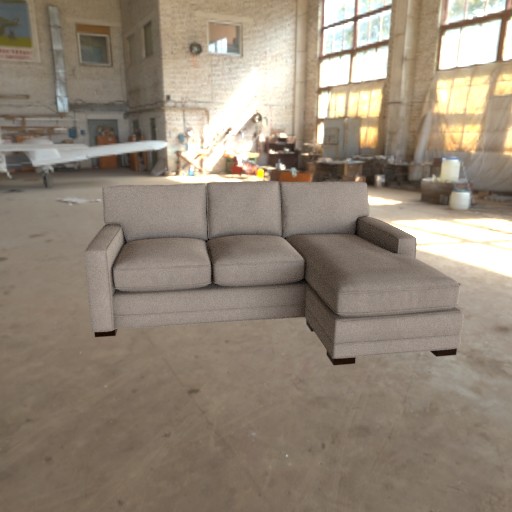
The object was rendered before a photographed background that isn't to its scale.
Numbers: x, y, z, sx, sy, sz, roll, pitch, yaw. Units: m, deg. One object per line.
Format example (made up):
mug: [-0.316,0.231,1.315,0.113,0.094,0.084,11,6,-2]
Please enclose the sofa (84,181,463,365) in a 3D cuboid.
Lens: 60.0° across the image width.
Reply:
sofa: [0.000,0.000,2.922,2.087,0.861,1.496,-3,16,-9]
